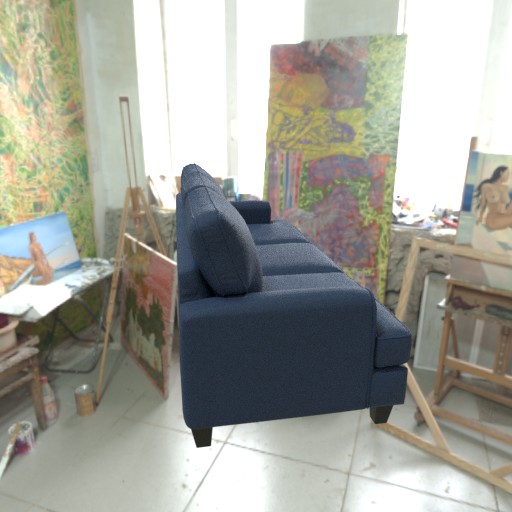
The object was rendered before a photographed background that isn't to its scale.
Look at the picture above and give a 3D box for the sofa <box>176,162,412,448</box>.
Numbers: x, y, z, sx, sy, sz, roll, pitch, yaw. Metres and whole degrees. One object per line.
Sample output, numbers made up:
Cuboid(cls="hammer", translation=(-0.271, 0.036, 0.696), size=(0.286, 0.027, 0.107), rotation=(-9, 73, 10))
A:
Cuboid(cls="sofa", translation=(0.000, 0.000, 2.693), size=(0.951, 0.965, 2.158), rotation=(-3, 17, -10))
